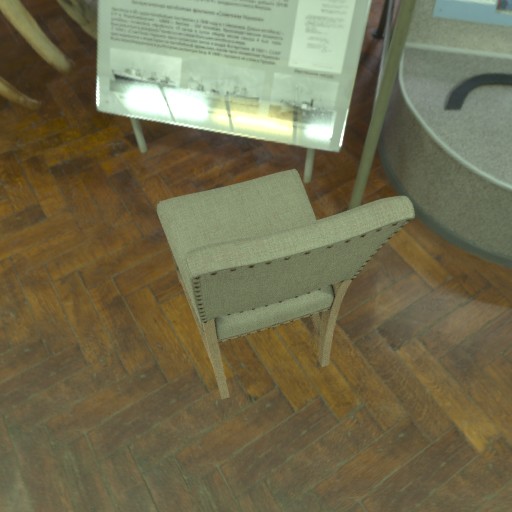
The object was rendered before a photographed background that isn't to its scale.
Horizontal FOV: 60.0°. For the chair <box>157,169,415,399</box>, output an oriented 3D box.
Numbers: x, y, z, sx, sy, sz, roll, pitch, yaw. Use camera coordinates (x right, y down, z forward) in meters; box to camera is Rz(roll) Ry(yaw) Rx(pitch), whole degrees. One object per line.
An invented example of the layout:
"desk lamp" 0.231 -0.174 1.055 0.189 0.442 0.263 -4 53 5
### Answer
"chair" 0.000 0.000 1.345 0.508 0.986 0.622 -15 58 -10
